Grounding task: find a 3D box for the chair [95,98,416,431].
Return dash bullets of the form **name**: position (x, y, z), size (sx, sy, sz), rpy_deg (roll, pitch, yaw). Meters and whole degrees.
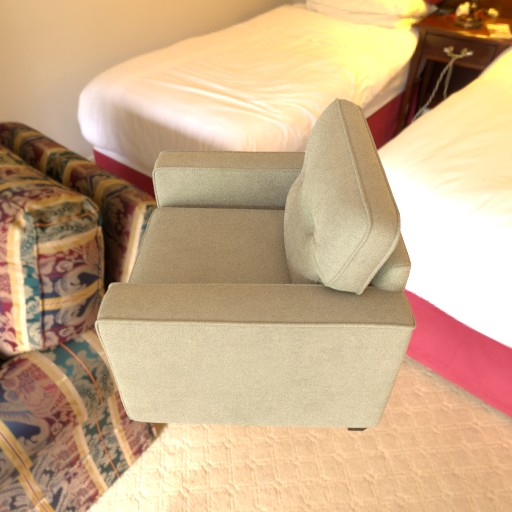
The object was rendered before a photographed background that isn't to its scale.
- **chair**: position (0.000, 0.000, 1.724), size (0.939, 0.965, 1.015), rpy_deg (1, 42, 1)
